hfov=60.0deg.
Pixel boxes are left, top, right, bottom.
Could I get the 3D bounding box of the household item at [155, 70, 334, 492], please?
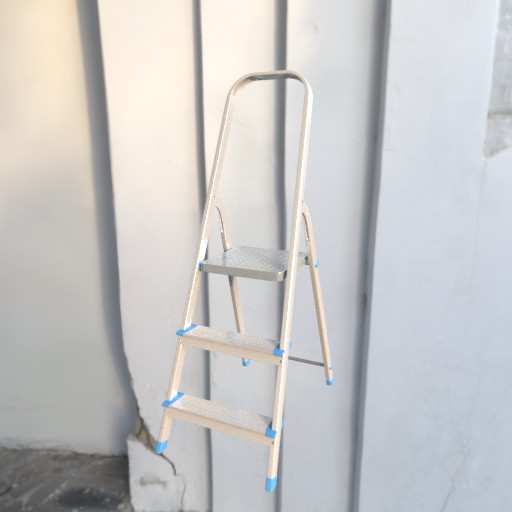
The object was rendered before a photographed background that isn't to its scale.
[{"bbox_3d":[0.000,0.000,1.523,0.420,1.215,0.687,6,16,24],"label":"household item"}]
